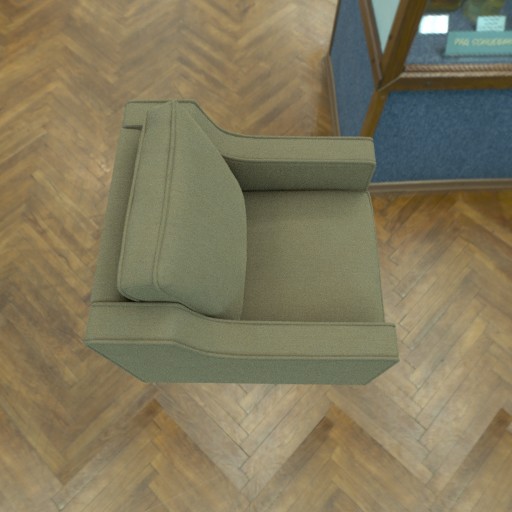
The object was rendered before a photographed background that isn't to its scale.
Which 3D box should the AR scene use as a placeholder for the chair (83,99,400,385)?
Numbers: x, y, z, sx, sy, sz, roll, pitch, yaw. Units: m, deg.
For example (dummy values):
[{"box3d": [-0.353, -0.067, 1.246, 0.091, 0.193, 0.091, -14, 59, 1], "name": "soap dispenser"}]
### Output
[{"box3d": [0.000, 0.000, 1.635, 0.909, 0.960, 0.831, 1, 66, 0], "name": "chair"}]
